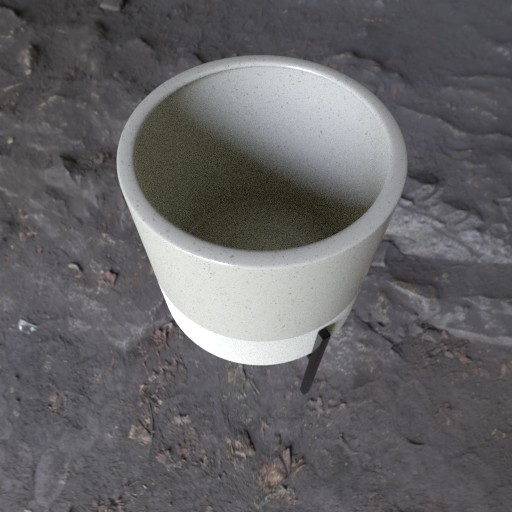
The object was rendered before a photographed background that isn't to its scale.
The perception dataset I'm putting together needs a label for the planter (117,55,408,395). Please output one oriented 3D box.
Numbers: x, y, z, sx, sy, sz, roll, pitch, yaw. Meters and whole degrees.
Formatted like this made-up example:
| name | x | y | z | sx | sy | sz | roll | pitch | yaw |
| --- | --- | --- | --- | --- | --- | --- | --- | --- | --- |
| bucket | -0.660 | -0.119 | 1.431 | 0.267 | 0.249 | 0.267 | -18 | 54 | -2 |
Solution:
| name | x | y | z | sx | sy | sz | roll | pitch | yaw |
| --- | --- | --- | --- | --- | --- | --- | --- | --- | --- |
| planter | 0.000 | 0.000 | 0.331 | 0.159 | 0.230 | 0.152 | 1 | 59 | 1 |
